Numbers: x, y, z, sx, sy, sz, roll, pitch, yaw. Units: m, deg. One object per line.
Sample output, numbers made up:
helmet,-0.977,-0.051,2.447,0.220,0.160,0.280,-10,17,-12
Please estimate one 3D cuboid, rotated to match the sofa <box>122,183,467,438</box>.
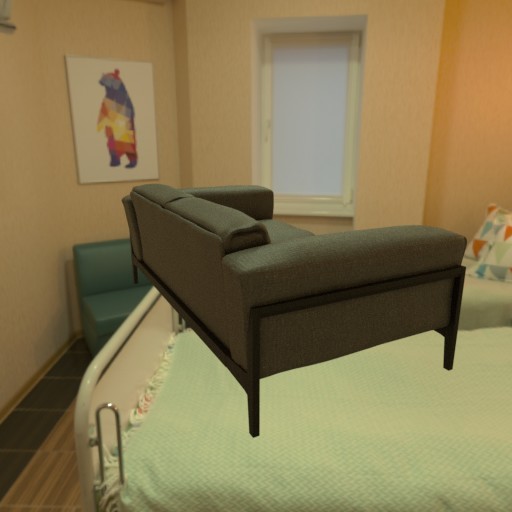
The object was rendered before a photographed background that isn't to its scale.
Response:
sofa,0.000,0.000,2.205,0.960,0.656,1.690,-8,17,-26
